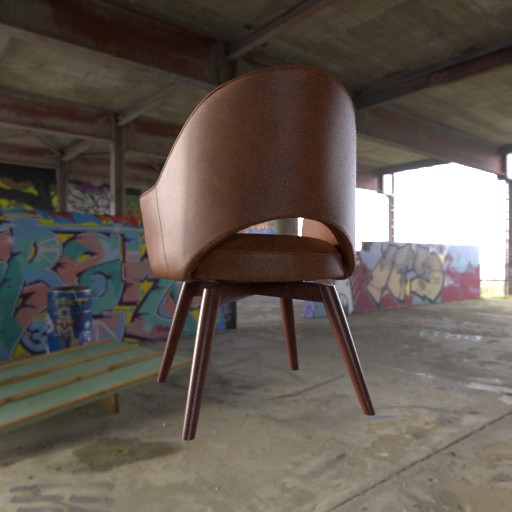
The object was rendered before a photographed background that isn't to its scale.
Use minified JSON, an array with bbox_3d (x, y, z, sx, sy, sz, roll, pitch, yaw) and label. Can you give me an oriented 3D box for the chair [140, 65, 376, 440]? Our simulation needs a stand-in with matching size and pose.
[{"bbox_3d":[0.000,0.000,1.207,0.591,0.777,0.640,0,0,-19],"label":"chair"}]
